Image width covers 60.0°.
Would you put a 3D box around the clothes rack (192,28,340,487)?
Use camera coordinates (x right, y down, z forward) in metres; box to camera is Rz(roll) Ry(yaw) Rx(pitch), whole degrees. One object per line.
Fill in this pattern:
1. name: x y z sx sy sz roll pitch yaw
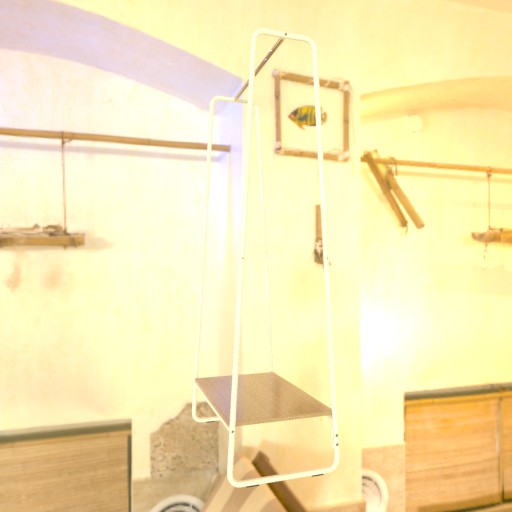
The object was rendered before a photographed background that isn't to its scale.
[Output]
1. clothes rack: 0.000 0.000 1.778 0.400 1.500 0.640 0 -1 -19
